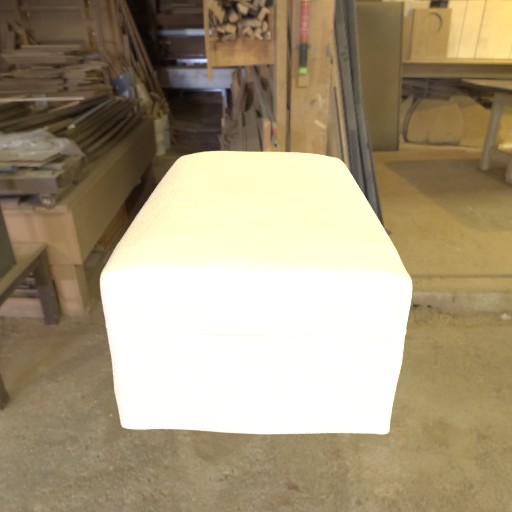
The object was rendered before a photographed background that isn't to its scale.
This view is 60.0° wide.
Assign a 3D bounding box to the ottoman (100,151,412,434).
[{"bbox_3d":[0.000,0.000,1.225,0.590,0.444,0.872,1,27,1],"label":"ottoman"}]
